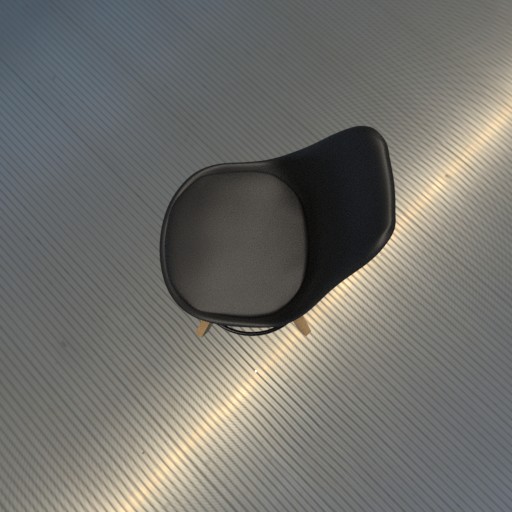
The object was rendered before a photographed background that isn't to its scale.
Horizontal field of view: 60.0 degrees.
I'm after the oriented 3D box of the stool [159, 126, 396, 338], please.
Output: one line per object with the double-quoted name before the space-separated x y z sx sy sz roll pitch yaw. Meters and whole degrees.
"stool" 0.000 0.000 1.405 0.550 1.115 0.485 -1 75 0
